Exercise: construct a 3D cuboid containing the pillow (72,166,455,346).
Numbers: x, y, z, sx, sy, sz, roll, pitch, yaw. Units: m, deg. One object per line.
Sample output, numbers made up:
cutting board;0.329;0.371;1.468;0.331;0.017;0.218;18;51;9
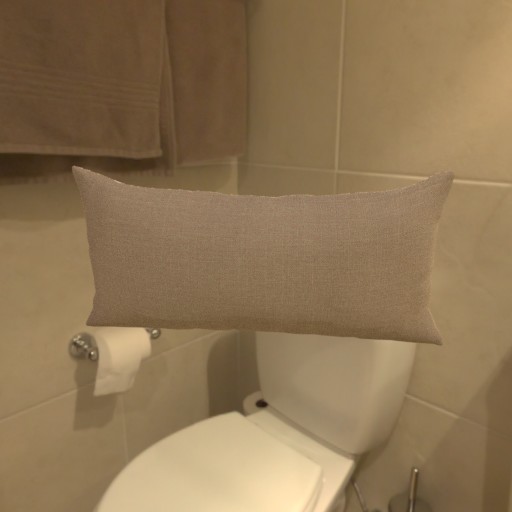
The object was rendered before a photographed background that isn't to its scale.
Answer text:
pillow;0.000;0.000;0.740;0.631;0.290;0.148;2;16;7
